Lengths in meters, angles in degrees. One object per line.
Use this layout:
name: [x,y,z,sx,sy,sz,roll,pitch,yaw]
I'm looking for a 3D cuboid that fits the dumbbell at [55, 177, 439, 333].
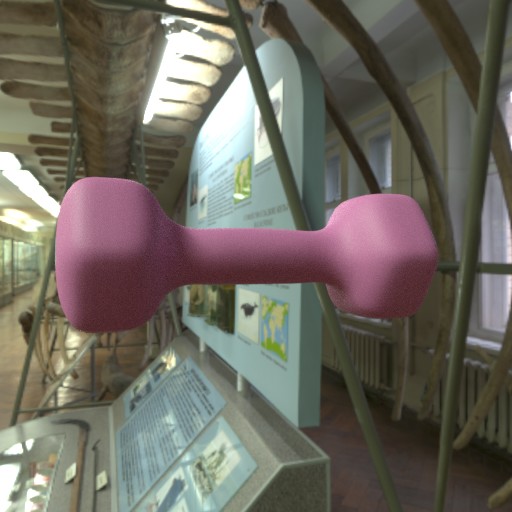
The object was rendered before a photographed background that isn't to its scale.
dumbbell: [0.000,0.000,0.193,0.159,0.058,0.064,0,-1,-18]
